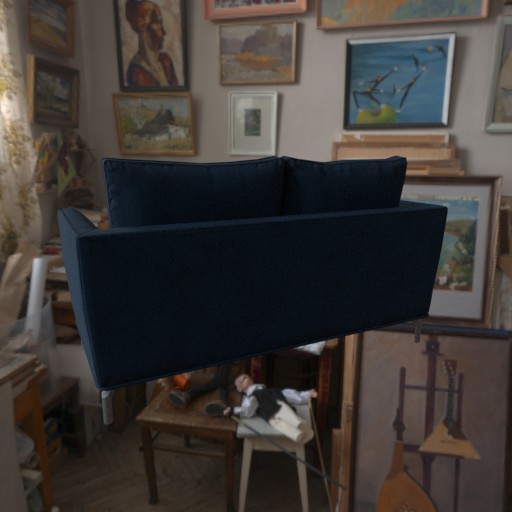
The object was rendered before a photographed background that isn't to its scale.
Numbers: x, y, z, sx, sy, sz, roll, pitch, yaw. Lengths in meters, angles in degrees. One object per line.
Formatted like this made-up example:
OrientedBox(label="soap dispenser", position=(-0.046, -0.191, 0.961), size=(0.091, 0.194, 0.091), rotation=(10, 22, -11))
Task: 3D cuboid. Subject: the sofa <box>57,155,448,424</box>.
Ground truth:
OrientedBox(label="sofa", position=(0.000, 0.000, 2.263), size=(1.770, 1.002, 0.853), rotation=(-7, 15, -26))
